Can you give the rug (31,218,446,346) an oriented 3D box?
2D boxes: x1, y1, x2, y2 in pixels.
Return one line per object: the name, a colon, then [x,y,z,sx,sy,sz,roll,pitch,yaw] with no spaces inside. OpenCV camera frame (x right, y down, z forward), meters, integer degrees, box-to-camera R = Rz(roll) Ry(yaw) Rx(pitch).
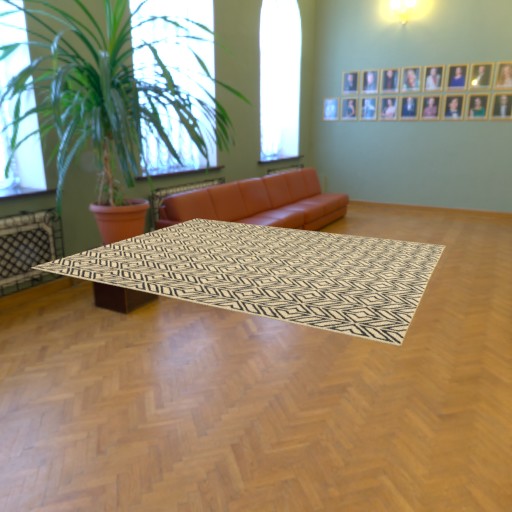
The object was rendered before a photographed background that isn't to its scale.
rug: [0.000,0.000,4.112,3.045,0.008,2.421,8,18,27]
